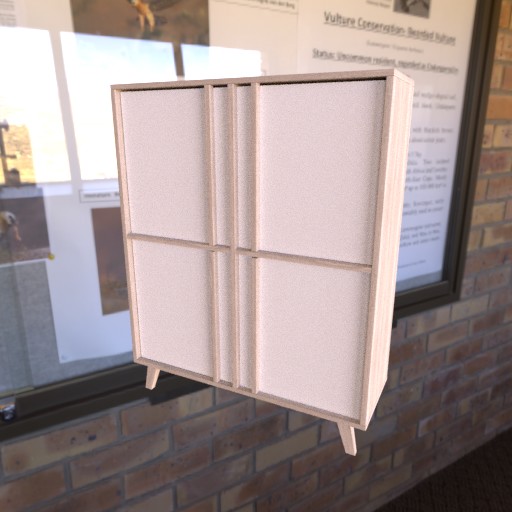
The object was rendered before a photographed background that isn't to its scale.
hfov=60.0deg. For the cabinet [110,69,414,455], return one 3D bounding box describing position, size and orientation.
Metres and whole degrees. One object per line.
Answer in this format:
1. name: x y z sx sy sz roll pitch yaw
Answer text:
1. cabinet: 0.000 0.000 1.898 1.111 1.388 0.398 8 18 26
